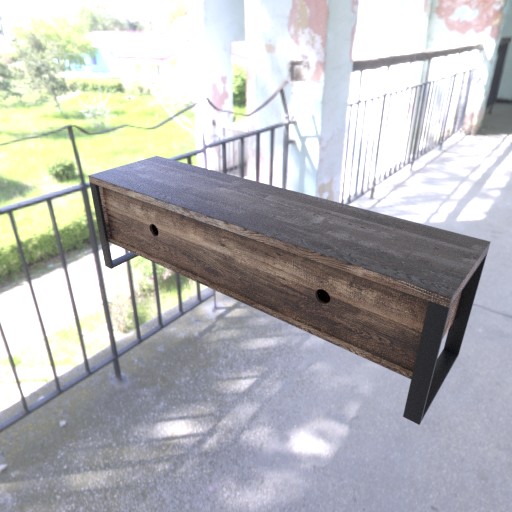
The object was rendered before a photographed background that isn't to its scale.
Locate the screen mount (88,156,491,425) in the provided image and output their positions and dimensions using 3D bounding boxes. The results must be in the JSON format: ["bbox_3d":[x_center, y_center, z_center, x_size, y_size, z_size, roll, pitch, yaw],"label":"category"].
[{"bbox_3d":[0.000,0.000,1.741,1.524,0.450,0.395,20,35,33],"label":"screen mount"}]
